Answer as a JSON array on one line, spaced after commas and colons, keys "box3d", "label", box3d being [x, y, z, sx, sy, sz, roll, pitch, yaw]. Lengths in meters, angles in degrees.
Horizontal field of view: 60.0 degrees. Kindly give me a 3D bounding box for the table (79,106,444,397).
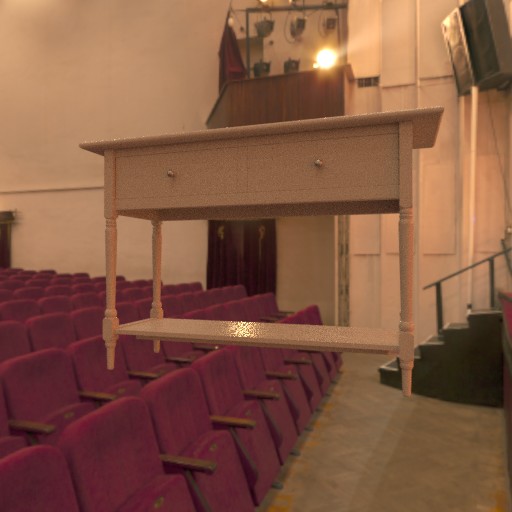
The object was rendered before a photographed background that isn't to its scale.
[{"box3d": [0.000, 0.000, 1.560, 1.197, 0.808, 0.384, 0, -1, 18], "label": "table"}]
